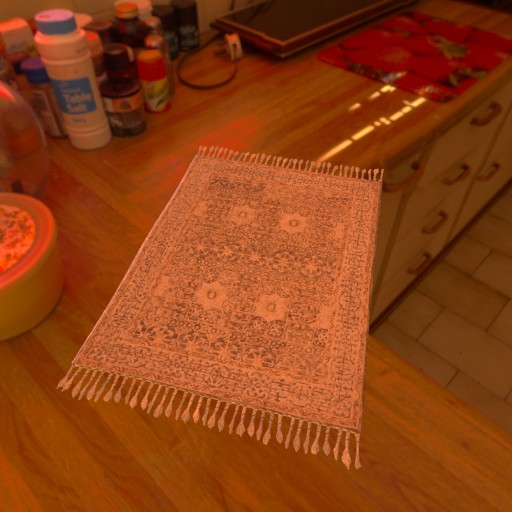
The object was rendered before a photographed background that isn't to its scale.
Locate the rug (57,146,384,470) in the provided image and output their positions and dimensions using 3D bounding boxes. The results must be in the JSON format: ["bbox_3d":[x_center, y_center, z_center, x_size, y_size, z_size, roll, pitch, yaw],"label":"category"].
[{"bbox_3d":[0.000,0.000,3.025,1.619,0.023,2.465,10,48,9],"label":"rug"}]
